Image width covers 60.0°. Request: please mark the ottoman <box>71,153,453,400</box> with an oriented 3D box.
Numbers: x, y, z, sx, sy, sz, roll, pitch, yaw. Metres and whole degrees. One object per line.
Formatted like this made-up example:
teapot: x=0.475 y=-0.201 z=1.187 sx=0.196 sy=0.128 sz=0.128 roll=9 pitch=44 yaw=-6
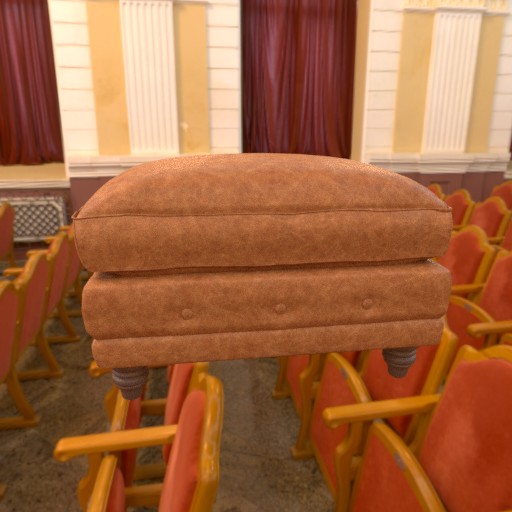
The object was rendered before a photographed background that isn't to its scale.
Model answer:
ottoman: x=0.000 y=0.000 z=1.071 sx=0.710 sy=0.480 sz=0.533 roll=-2 pitch=16 yaw=-8
